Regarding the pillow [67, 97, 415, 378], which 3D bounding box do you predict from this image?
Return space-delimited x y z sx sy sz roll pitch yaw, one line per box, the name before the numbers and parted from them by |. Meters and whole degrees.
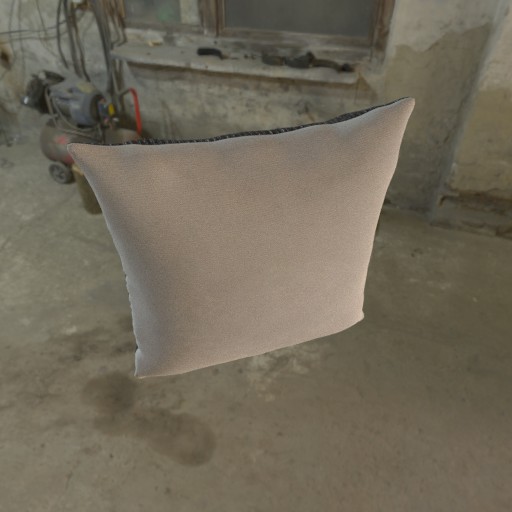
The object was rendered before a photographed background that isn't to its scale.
pillow | 0.000 0.000 0.666 0.433 0.434 0.196 -12 42 -13
